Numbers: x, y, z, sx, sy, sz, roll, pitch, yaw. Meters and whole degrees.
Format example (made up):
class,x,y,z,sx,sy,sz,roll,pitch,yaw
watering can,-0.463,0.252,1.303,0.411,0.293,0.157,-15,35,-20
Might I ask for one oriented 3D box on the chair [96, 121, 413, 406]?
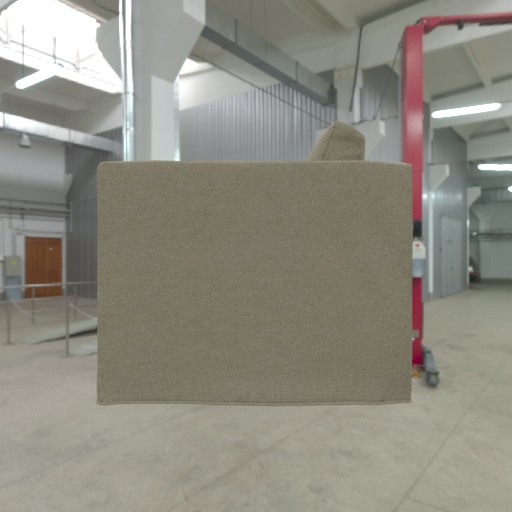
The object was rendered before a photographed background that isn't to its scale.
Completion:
class,x,y,z,sx,sy,sz,roll,pitch,yaw
chair,0.000,0.000,1.788,0.949,0.863,1.057,0,0,1
